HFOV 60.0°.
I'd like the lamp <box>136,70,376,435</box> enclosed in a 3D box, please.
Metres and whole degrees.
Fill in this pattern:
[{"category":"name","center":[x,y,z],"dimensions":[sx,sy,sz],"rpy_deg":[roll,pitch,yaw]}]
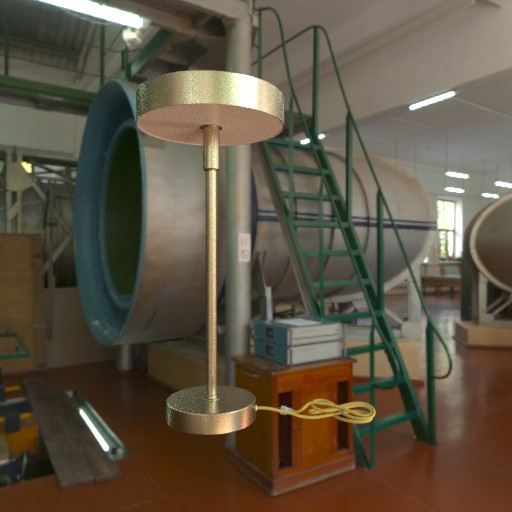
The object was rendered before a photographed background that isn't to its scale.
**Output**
[{"category":"lamp","center":[0.000,0.000,0.696],"dimensions":[0.369,0.508,0.229],"rpy_deg":[0,0,1]}]
